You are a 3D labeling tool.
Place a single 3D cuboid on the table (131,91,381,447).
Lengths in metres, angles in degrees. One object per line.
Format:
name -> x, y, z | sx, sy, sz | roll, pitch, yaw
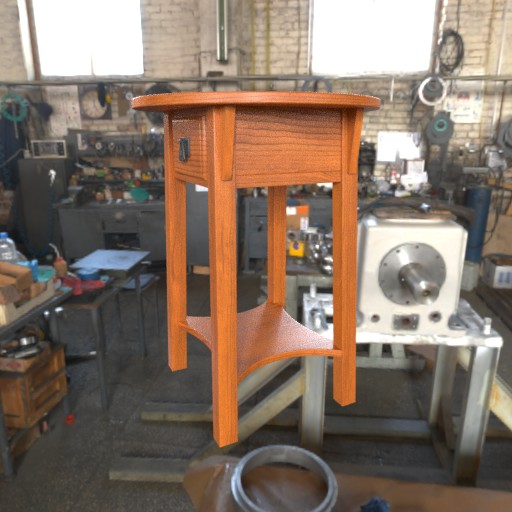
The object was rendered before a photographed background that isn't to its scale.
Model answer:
table -> 0.000, 0.000, 0.924 | 0.457, 0.610, 0.457 | 0, 16, 0
